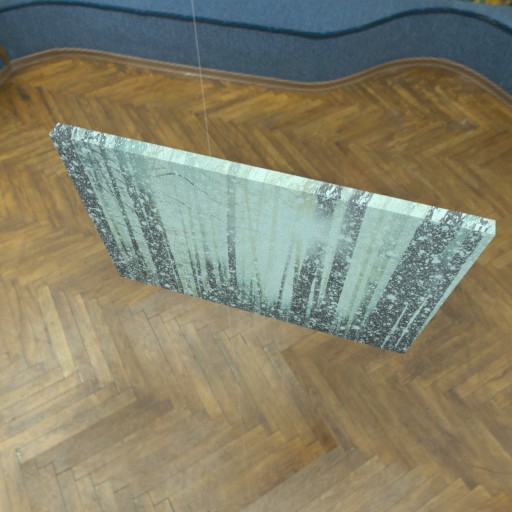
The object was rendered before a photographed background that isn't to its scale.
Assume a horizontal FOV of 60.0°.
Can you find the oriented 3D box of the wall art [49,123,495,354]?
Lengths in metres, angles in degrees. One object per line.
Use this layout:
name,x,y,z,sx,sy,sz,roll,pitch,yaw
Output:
wall art,0.000,0.000,1.138,0.919,0.598,0.038,14,58,9
